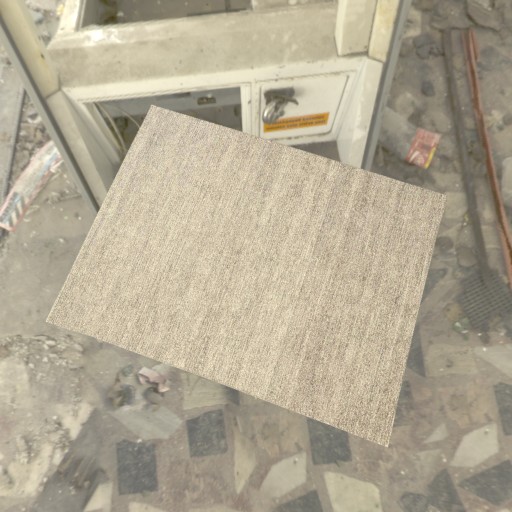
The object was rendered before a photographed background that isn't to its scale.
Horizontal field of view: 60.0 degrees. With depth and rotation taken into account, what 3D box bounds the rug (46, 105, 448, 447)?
[{"bbox_3d":[0.000,0.000,4.194,3.202,0.045,2.434,19,74,5],"label":"rug"}]
